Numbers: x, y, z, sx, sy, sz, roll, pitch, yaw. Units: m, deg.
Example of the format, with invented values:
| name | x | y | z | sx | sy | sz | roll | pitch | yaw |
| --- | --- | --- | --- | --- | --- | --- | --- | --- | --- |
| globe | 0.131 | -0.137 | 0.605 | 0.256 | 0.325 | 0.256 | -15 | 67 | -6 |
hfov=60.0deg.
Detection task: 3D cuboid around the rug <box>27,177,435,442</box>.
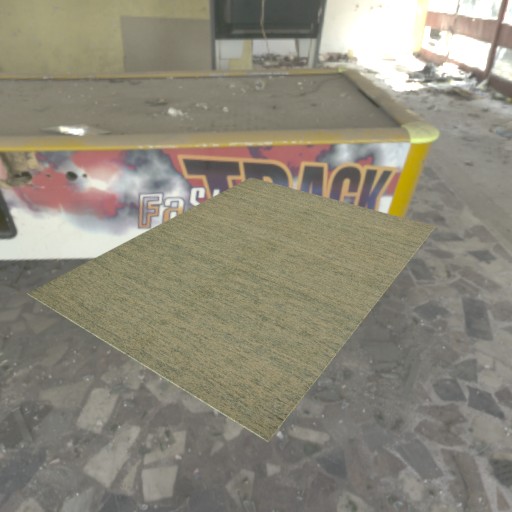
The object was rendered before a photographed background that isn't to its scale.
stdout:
| name | x | y | z | sx | sy | sz | roll | pitch | yaw |
| --- | --- | --- | --- | --- | --- | --- | --- | --- | --- |
| rug | 0.000 | 0.000 | 4.229 | 2.437 | 0.014 | 3.201 | 20 | 37 | 30 |
